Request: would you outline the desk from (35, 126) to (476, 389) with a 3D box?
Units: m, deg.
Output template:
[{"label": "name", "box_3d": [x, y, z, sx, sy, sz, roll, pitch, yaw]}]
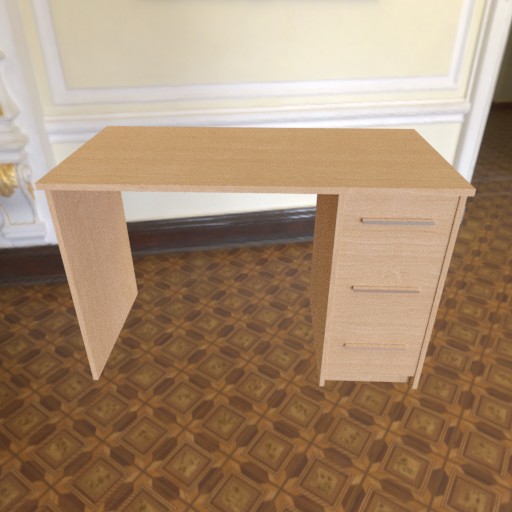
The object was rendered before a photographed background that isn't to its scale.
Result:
[{"label": "desk", "box_3d": [0.000, 0.000, 1.528, 1.097, 0.735, 0.560, 1, 31, 2]}]
